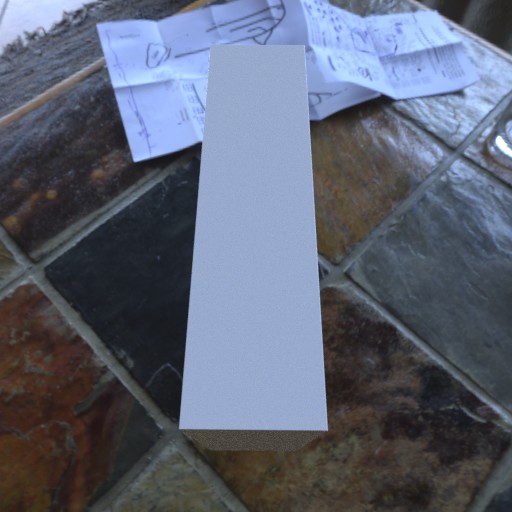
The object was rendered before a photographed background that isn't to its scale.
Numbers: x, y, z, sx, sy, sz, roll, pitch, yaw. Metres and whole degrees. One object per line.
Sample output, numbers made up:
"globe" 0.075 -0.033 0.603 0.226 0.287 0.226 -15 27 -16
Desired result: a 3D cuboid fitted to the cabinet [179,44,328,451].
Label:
"cabinet" 0.000 0.000 1.859 0.380 0.900 1.450 0 63 0
